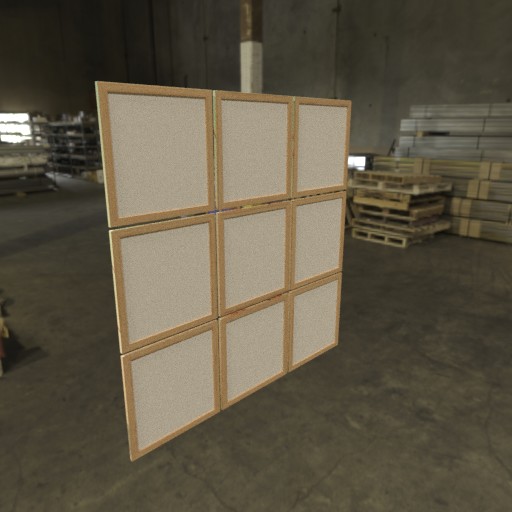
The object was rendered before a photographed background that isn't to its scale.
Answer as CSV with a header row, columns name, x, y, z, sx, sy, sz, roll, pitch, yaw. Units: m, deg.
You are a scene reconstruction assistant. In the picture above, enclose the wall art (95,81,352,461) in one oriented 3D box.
name,x,y,z,sx,sy,sz,roll,pitch,yaw
wall art,0.000,0.000,1.769,0.013,1.219,1.214,15,22,43
